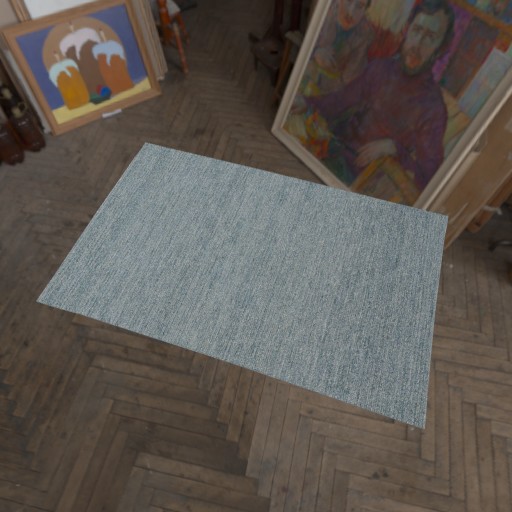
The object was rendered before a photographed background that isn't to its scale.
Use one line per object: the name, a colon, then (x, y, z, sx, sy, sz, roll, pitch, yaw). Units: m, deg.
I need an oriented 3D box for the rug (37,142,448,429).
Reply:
rug: (0.000, 0.000, 2.285, 1.853, 0.022, 1.174, 16, 58, 10)
